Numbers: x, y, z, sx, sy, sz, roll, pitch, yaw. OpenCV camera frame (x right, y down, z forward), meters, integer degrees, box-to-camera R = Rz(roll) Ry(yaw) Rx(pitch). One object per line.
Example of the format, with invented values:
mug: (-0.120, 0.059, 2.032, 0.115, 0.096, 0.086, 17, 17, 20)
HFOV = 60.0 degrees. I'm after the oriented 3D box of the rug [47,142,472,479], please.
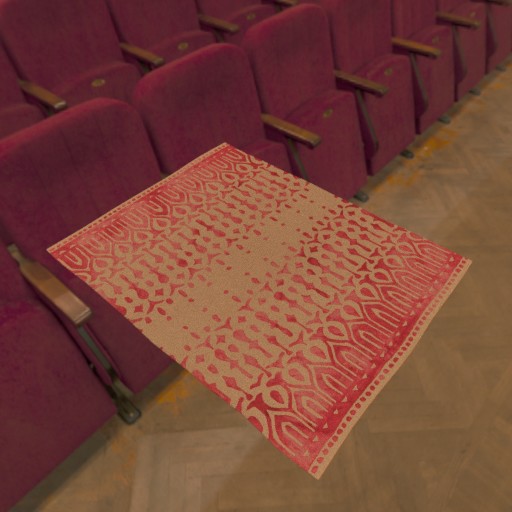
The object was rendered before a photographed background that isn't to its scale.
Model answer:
rug: (0.000, 0.000, 4.050, 3.095, 0.016, 2.441, 32, 54, 27)
